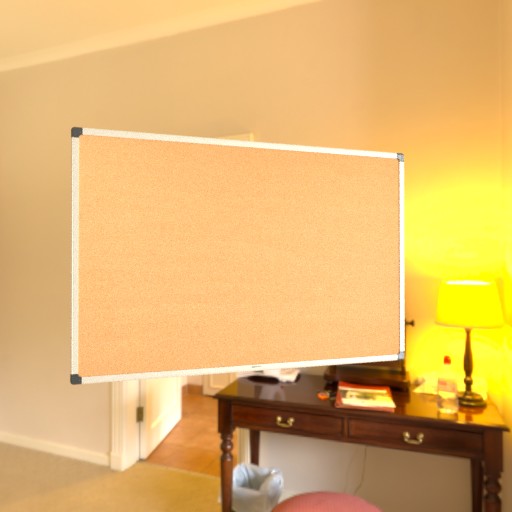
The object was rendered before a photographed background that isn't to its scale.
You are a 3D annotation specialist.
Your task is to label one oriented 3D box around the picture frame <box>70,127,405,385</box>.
[{"bbox_3d":[0.000,0.000,1.160,0.900,0.600,0.010,0,-1,-17],"label":"picture frame"}]
